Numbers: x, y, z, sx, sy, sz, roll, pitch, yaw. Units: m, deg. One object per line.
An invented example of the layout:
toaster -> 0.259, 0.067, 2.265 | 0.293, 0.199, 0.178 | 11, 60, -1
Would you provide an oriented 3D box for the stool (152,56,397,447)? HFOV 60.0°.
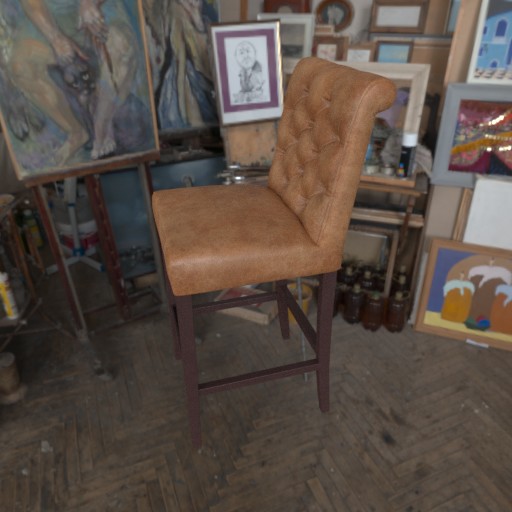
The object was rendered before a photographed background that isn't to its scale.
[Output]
stool -> 0.000, 0.000, 1.449 | 0.601, 1.140, 0.493 | -9, 32, -14
